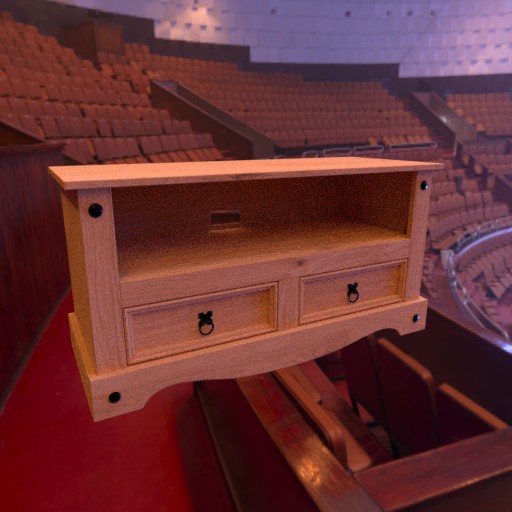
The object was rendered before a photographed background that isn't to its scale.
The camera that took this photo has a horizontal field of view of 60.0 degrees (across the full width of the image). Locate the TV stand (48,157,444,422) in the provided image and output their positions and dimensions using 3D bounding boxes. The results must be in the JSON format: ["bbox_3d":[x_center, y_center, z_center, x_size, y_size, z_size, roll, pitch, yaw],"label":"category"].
[{"bbox_3d":[0.000,0.000,1.367,1.080,0.550,0.440,-8,18,-27],"label":"TV stand"}]
